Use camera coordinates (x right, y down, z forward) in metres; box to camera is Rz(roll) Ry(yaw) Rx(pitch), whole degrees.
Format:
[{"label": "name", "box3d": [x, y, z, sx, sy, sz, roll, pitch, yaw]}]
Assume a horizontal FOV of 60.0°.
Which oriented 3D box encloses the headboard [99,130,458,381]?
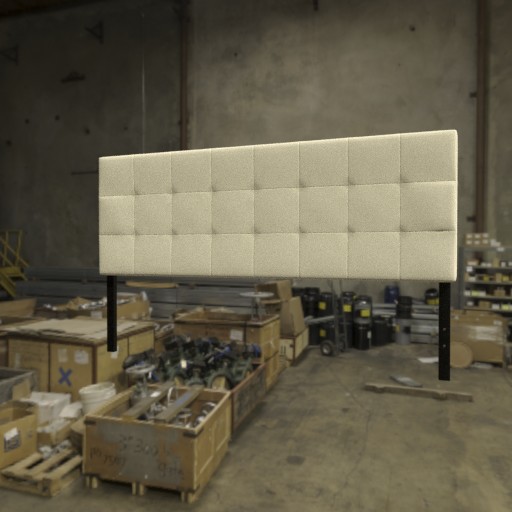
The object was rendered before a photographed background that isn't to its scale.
[{"label": "headboard", "box3d": [0.000, 0.000, 2.852, 2.362, 1.410, 0.120, 0, 1, 18]}]
